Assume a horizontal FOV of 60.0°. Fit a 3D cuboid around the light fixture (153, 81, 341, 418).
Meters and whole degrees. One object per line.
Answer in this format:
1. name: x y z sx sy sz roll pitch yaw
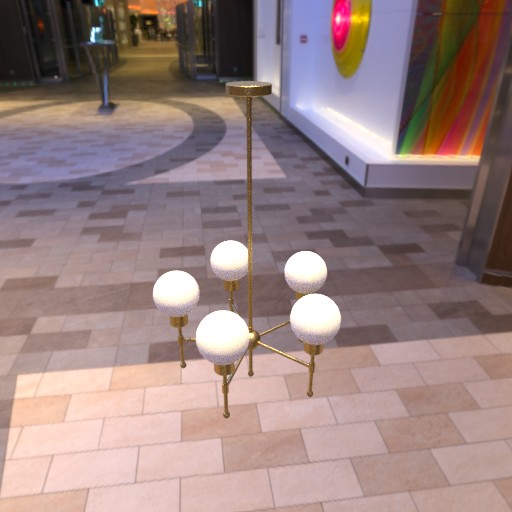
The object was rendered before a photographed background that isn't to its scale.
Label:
1. light fixture: 0.000 0.000 1.832 0.785 1.331 0.815 18 33 31
